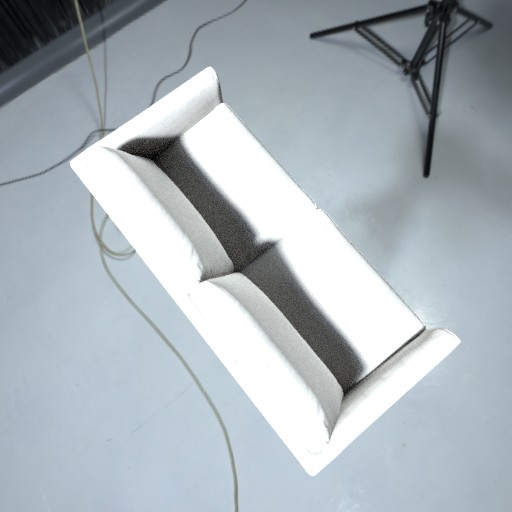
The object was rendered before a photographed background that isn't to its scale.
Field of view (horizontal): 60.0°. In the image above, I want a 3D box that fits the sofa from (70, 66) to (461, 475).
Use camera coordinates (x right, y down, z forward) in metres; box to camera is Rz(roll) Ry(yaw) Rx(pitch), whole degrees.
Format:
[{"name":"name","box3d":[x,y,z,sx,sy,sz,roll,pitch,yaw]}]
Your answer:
[{"name":"sofa","box3d":[0.000,0.000,2.737,1.090,0.838,2.588,-38,79,-9]}]
